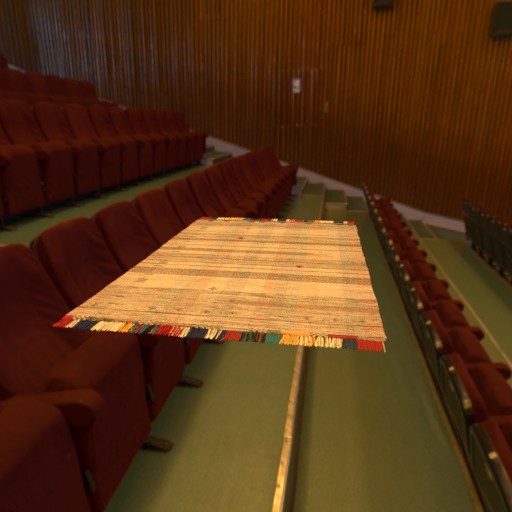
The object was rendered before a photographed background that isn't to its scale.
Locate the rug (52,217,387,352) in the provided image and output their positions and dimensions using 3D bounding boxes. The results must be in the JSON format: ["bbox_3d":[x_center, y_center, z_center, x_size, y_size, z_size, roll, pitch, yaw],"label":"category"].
[{"bbox_3d":[0.000,0.000,3.008,1.465,0.012,2.465,3,17,9],"label":"rug"}]
